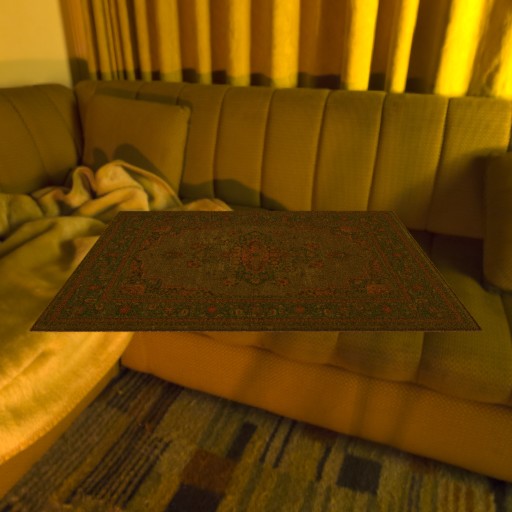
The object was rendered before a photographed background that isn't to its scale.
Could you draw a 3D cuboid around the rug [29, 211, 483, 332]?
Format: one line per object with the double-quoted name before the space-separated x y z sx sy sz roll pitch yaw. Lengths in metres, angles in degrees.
"rug" 0.000 0.000 2.870 2.214 0.013 1.609 0 27 0
